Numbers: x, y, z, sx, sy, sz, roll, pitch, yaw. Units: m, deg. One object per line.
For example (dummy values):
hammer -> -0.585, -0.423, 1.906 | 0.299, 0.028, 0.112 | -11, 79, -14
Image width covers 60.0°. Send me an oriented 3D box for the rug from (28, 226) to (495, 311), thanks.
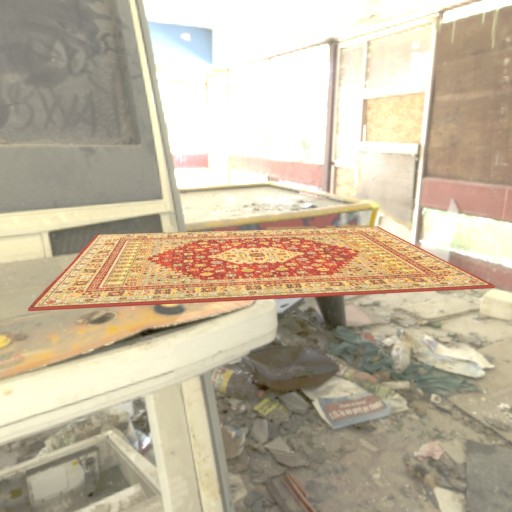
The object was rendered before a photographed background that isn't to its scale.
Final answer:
rug -> 0.000, 0.000, 2.255 | 1.802, 0.013, 1.194 | -2, 16, -7
